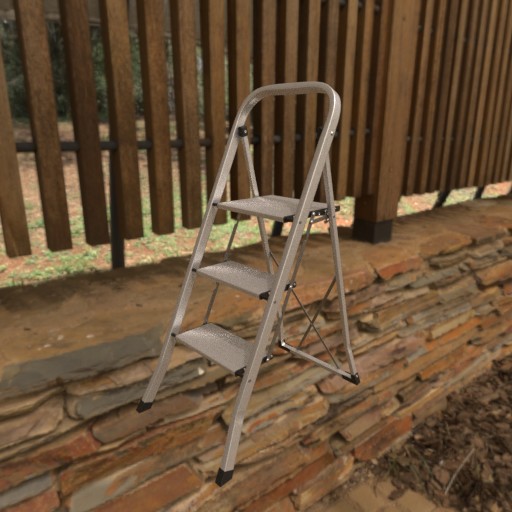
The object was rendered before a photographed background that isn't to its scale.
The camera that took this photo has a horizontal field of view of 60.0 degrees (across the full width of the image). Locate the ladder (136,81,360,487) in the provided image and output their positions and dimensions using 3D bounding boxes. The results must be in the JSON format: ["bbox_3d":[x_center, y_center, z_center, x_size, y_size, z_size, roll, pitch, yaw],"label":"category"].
[{"bbox_3d":[0.000,0.000,1.445,0.704,1.070,0.465,-15,22,-41],"label":"ladder"}]
